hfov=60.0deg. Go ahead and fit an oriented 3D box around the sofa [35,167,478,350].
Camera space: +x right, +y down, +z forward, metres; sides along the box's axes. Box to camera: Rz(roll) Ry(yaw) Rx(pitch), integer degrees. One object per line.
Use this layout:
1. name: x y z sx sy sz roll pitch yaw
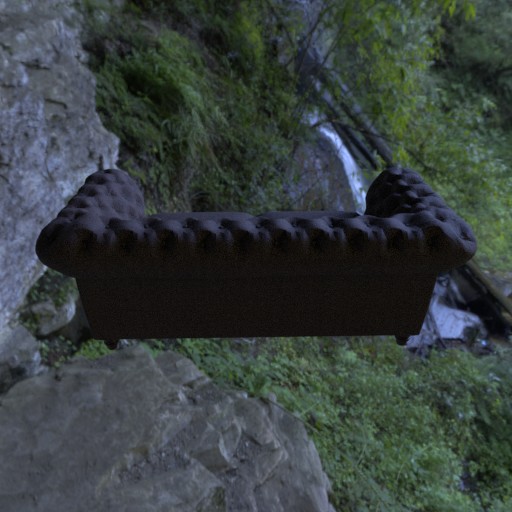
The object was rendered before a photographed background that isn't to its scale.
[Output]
1. sofa: 0.000 0.000 2.481 2.048 0.780 0.944 -1 30 -1
